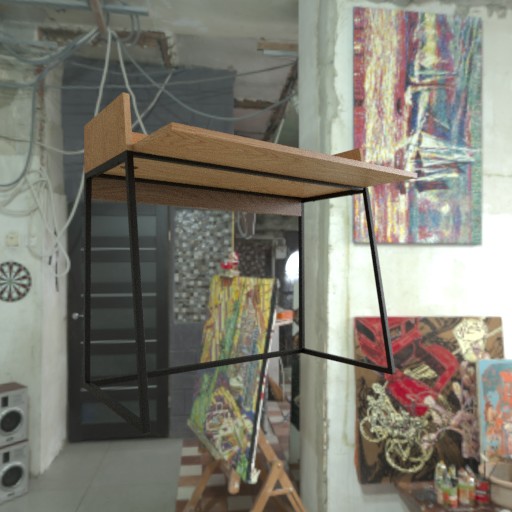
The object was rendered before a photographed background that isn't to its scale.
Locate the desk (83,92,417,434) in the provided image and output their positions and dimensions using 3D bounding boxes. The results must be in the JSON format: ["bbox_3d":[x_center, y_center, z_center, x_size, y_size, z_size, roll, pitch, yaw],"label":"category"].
[{"bbox_3d":[0.000,0.000,1.855,1.191,1.061,0.769,1,-1,-37],"label":"desk"}]
